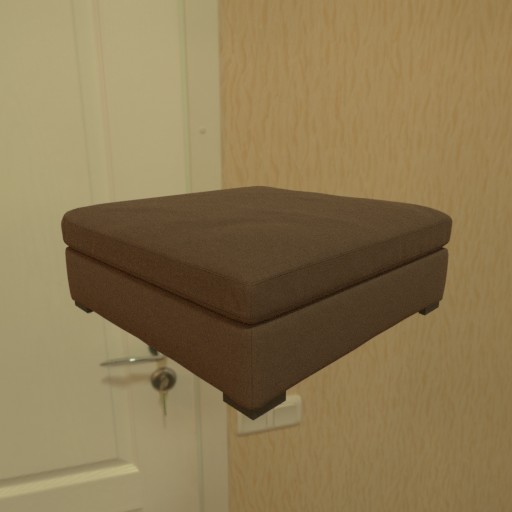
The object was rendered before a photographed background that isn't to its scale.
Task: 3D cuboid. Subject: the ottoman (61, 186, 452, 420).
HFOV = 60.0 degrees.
[{"bbox_3d":[0.000,0.000,1.877,1.181,0.470,1.181,-15,22,-42],"label":"ottoman"}]
